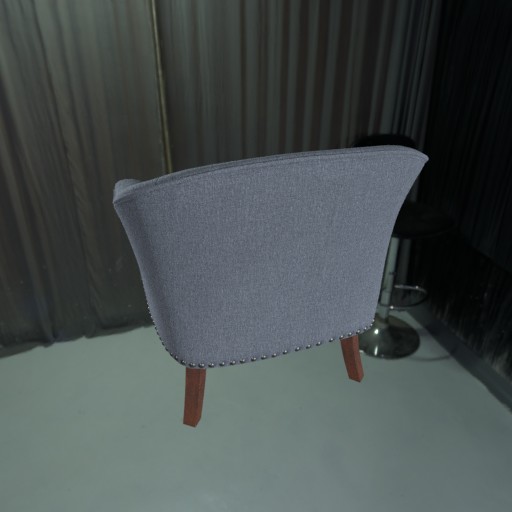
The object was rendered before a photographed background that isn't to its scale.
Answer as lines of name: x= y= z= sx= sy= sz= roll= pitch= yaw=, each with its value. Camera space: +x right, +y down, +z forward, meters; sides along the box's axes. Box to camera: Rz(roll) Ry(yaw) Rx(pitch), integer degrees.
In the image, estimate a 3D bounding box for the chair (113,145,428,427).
chair: x=0.000 y=0.000 z=1.387 sx=0.798 sy=0.815 sz=0.704 roll=-9 pitch=29 yaw=-17
